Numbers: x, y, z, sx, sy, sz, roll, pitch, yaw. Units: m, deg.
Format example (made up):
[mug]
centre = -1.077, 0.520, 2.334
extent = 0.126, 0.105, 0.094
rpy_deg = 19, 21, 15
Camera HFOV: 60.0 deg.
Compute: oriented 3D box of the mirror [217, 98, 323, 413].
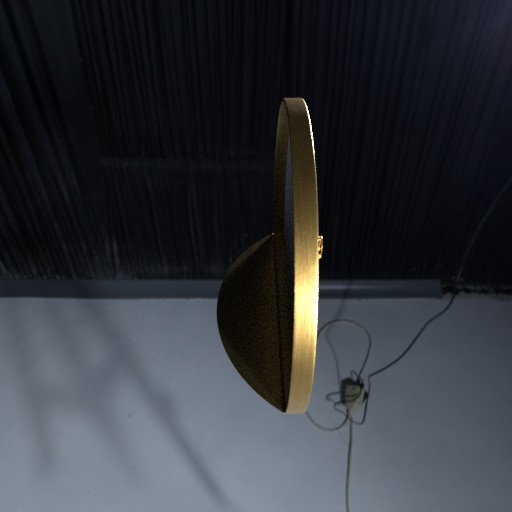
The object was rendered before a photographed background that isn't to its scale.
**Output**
[mirror]
centre = 0.000, 0.000, 0.682
extent = 0.133, 0.457, 0.457
rpy_deg = 0, 41, 0
